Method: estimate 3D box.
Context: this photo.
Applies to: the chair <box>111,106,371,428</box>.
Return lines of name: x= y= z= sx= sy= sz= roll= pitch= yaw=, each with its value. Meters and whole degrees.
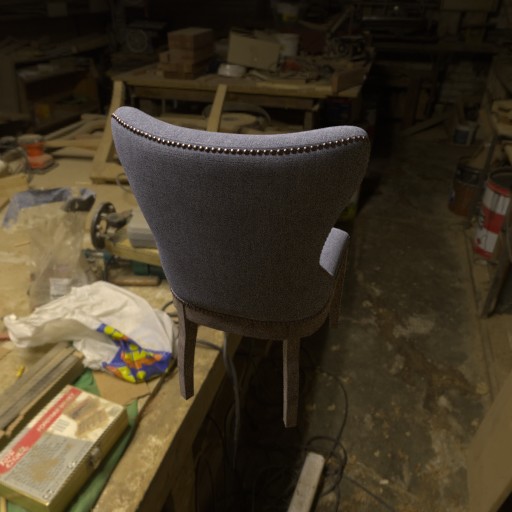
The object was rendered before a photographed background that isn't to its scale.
chair: x=0.000 y=0.000 z=1.455 sx=0.654 sy=1.002 sz=0.681 roll=10 pitch=33 yaw=15
